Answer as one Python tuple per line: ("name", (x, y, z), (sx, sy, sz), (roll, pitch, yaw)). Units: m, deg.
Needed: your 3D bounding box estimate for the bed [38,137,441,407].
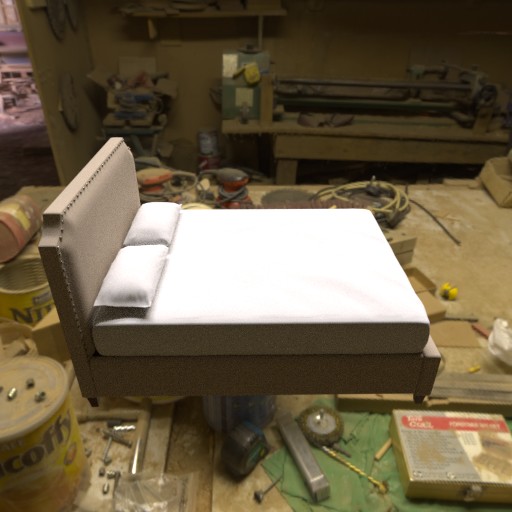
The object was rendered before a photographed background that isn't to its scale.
("bed", (0.000, 0.000, 3.367), (2.329, 1.415, 1.703), (0, 31, -1))
